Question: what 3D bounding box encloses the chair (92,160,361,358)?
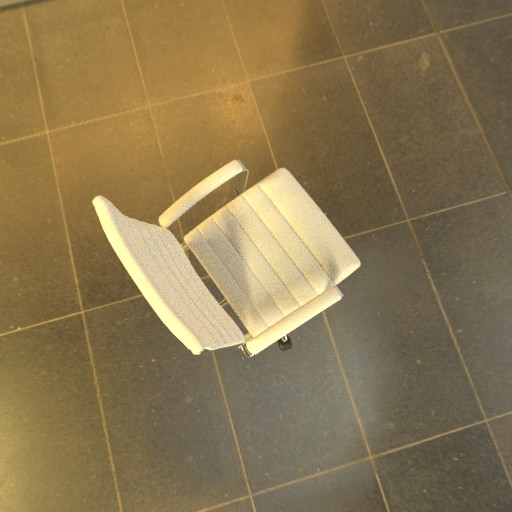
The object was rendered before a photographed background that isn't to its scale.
[{"bbox_3d":[0.000,0.000,1.573,0.679,1.149,0.679,-35,79,-8],"label":"chair"}]
